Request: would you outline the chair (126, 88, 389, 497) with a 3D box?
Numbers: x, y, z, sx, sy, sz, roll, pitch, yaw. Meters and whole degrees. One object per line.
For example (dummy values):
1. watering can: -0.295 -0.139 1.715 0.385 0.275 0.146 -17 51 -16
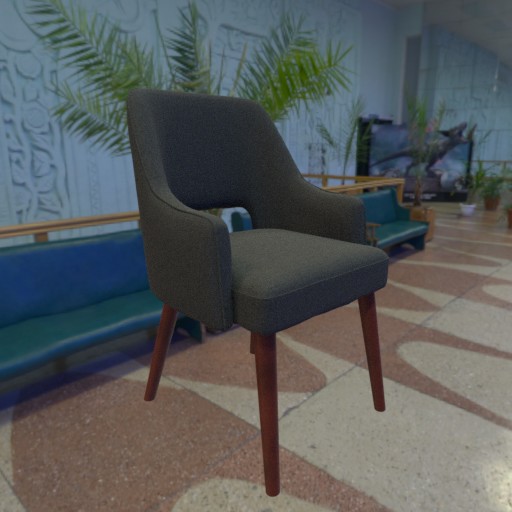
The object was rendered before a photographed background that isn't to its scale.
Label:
1. chair: 0.000 0.000 1.145 0.559 0.838 0.560 -13 19 -43
